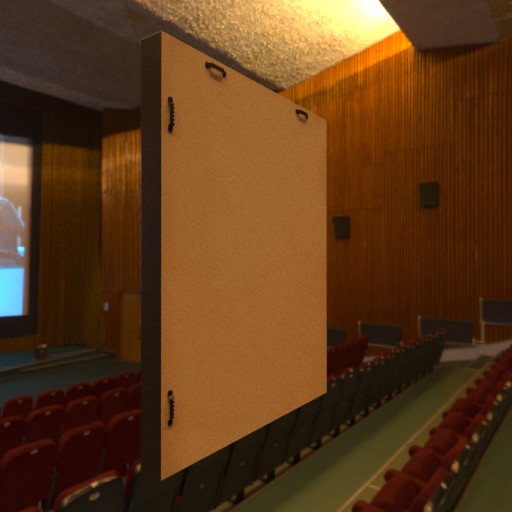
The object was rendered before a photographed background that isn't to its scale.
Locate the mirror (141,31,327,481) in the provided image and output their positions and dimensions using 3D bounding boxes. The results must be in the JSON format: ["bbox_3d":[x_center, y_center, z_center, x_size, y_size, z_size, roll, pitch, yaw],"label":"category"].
[{"bbox_3d":[0.000,0.000,0.672,0.041,0.508,0.405,0,0,36],"label":"mirror"}]
